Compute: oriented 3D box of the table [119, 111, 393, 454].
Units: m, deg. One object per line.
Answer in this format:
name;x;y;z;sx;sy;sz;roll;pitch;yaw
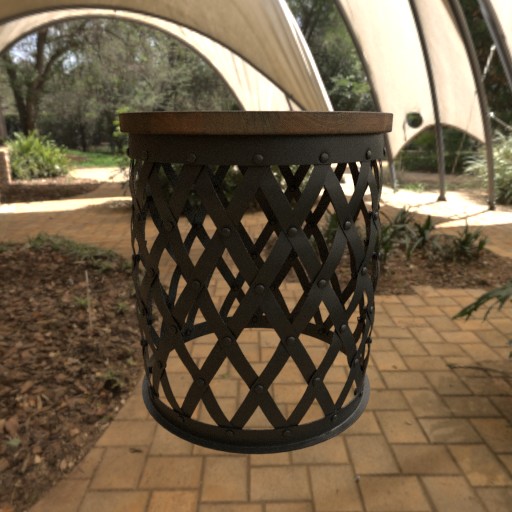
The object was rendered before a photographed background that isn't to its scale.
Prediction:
table;0.000;0.000;0.745;0.405;0.454;0.405;0;17;0
